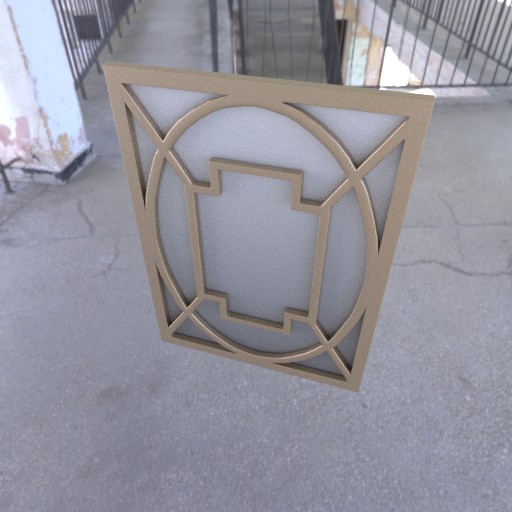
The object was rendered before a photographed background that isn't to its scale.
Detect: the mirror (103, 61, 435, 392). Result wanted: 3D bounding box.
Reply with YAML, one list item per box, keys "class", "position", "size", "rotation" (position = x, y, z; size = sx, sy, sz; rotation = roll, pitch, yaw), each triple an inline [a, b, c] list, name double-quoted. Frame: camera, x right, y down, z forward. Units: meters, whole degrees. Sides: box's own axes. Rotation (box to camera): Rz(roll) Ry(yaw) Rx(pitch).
- class: "mirror"
  position: [0.000, 0.000, 1.309]
  size: [0.756, 1.023, 0.032]
  rotation: [11, 41, 13]
